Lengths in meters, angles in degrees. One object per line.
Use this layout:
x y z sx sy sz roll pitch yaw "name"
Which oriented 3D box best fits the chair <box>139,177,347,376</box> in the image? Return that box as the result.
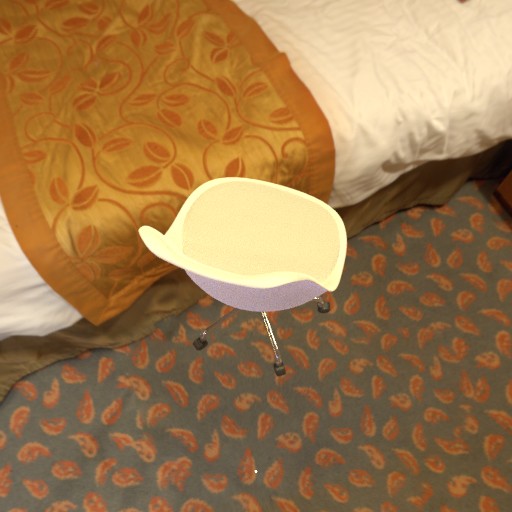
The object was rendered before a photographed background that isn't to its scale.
0.000 0.000 1.300 0.550 0.930 0.550 17 65 8 "chair"
